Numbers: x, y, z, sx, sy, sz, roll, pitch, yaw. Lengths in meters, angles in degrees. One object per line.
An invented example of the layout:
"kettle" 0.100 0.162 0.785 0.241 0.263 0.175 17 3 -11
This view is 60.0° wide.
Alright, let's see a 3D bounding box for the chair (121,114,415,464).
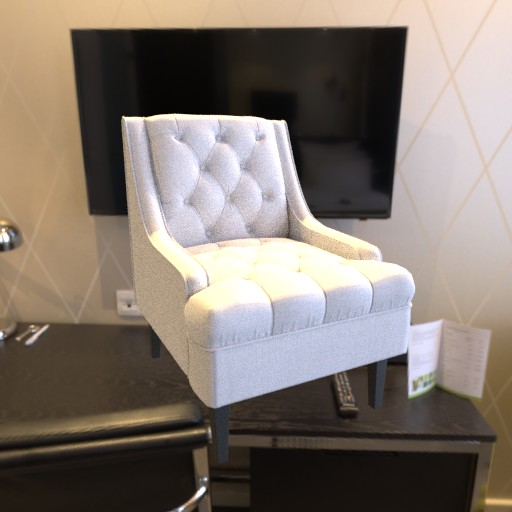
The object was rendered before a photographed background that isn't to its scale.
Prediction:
"chair" 0.000 0.000 1.417 0.658 0.891 0.772 -7 16 -26
